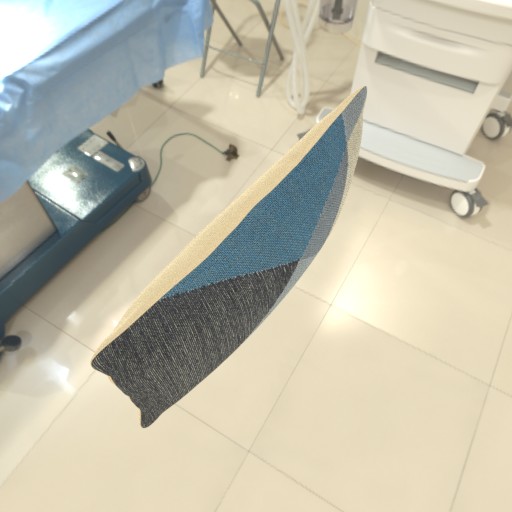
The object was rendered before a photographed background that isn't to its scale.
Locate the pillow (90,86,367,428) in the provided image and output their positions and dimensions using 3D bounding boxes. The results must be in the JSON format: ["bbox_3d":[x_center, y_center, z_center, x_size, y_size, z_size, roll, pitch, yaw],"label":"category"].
[{"bbox_3d":[0.000,0.000,0.727,0.148,0.307,0.604,33,63,19],"label":"pillow"}]
